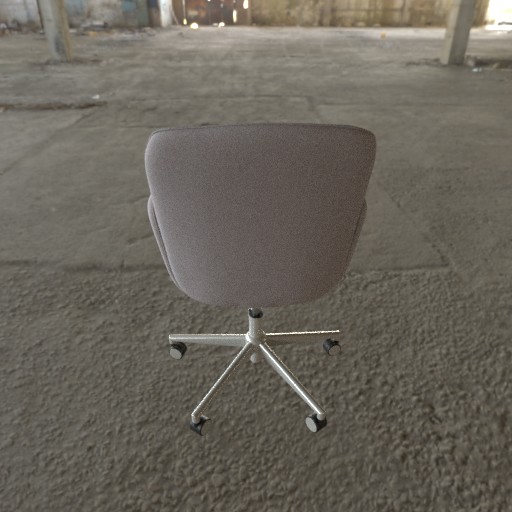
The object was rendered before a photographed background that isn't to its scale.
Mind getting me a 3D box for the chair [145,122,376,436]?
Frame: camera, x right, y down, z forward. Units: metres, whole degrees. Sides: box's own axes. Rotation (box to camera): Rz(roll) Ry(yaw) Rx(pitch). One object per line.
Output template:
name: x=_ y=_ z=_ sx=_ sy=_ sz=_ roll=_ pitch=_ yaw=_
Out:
chair: x=0.000 y=0.000 z=1.380 sx=0.648 sy=0.959 sz=0.654 roll=-1 pitch=30 yaw=-2
